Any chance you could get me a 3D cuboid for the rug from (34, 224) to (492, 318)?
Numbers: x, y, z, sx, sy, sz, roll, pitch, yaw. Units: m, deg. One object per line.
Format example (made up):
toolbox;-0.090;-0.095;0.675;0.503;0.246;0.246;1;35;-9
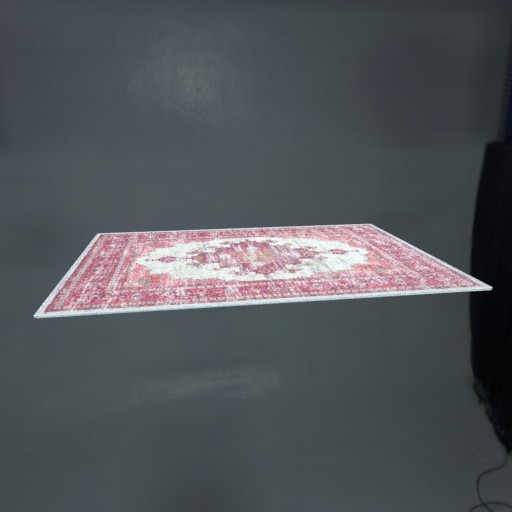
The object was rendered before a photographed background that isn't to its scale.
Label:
rug;0.000;0.000;2.233;1.747;0.011;1.217;-3;17;-9
